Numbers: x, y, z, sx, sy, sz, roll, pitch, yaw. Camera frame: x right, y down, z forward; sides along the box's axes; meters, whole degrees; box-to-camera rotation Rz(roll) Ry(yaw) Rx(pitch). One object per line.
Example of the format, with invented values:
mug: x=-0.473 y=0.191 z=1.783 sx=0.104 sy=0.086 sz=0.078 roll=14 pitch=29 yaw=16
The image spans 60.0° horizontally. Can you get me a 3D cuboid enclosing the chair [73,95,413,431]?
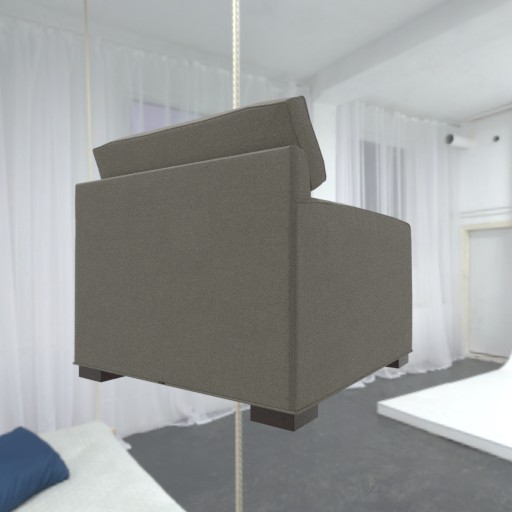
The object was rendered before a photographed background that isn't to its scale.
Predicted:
chair: x=0.000 y=0.000 z=1.843 sx=0.999 sy=0.934 sz=1.044 roll=-1 pitch=-1 yaw=36
